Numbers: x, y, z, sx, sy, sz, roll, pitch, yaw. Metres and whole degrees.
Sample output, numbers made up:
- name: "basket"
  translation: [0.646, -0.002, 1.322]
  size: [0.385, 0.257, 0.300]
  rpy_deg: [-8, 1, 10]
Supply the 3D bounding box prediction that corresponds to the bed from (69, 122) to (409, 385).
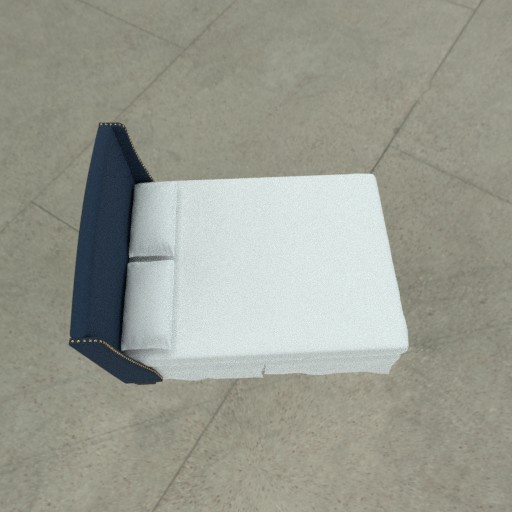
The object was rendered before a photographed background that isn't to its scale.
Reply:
- name: "bed"
  translation: [0.000, 0.000, 3.361]
  size: [2.223, 1.402, 1.604]
  rpy_deg: [-2, 64, -1]
